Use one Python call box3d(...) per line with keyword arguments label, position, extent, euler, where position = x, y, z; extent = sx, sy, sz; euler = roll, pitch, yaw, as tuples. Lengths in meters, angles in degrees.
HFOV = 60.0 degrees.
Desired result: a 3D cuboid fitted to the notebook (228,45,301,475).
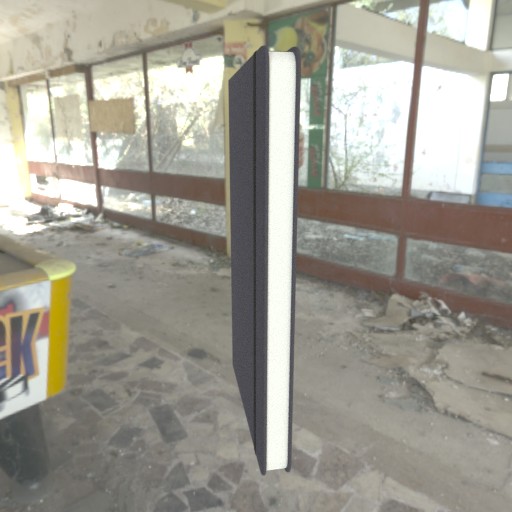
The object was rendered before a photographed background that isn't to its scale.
box3d(label="notebook", position=(0.000, 0.000, 0.266), extent=(0.016, 0.213, 0.127), euler=(-3, 15, -10))
